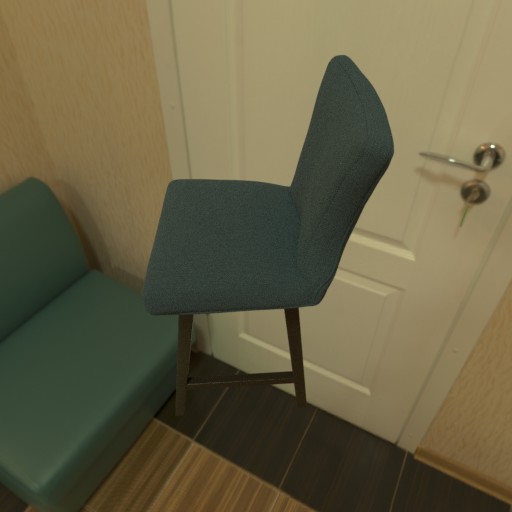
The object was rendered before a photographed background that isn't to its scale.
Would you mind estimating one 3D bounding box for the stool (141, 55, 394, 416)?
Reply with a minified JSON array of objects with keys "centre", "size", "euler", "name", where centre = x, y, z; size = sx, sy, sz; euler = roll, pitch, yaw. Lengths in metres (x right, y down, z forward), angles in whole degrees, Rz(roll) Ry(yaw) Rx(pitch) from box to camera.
[{"centre":[0.000,0.000,1.326],"size":[0.574,1.000,0.514],"euler":[0,43,0],"name":"stool"}]
